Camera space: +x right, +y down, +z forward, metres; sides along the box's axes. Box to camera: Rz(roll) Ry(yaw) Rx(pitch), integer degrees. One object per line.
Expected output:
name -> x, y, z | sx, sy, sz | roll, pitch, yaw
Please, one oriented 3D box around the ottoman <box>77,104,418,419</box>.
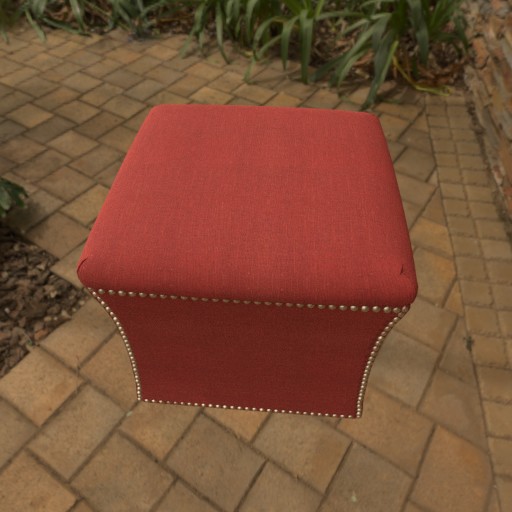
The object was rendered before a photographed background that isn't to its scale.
ottoman -> 0.000, 0.000, 0.926 | 0.507, 0.475, 0.497 | 3, 46, 3
